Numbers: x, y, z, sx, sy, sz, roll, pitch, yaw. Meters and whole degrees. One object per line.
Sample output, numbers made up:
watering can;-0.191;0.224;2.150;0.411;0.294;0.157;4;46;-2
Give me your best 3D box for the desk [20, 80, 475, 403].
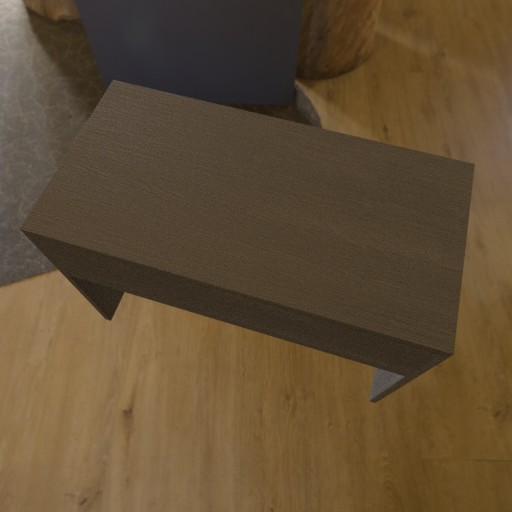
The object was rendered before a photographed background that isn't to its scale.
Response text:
desk;0.000;0.000;1.510;1.099;0.729;0.557;15;65;8
